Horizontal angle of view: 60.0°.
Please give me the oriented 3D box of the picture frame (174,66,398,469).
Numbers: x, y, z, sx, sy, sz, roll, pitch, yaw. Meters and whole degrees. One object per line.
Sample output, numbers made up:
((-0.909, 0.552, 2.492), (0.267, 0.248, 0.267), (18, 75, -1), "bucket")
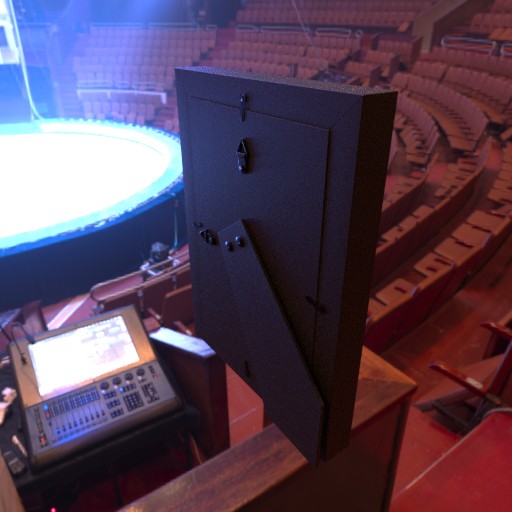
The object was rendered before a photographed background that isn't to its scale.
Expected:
((0.000, 0.000, 0.276), (0.028, 0.208, 0.157), (-19, 33, -32), "picture frame")
